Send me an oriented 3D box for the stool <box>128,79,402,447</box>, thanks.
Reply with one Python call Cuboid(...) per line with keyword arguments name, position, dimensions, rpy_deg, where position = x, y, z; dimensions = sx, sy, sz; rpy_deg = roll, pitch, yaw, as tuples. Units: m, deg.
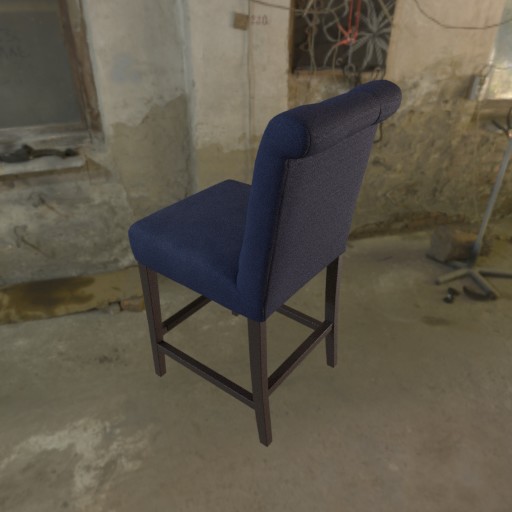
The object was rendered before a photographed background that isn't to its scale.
Cuboid(name="stool", position=(0.000, 0.000, 1.350), dimensions=(0.601, 1.010, 0.493), rpy_deg=(22, 38, 31))
